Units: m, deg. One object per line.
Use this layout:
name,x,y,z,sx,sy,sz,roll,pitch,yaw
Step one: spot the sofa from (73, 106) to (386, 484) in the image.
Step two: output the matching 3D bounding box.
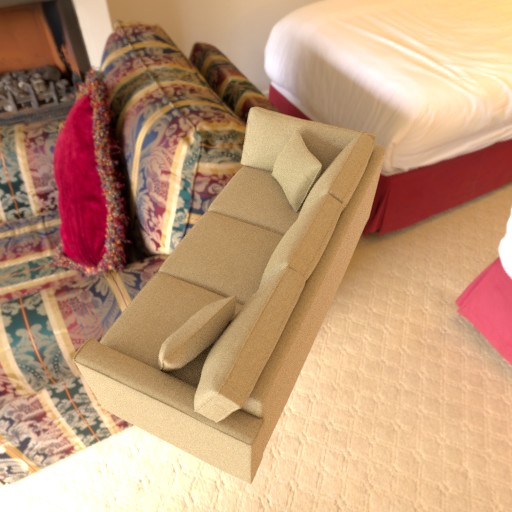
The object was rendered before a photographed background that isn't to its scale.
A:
sofa,0.000,0.000,2.894,1.061,0.962,2.317,19,51,17
